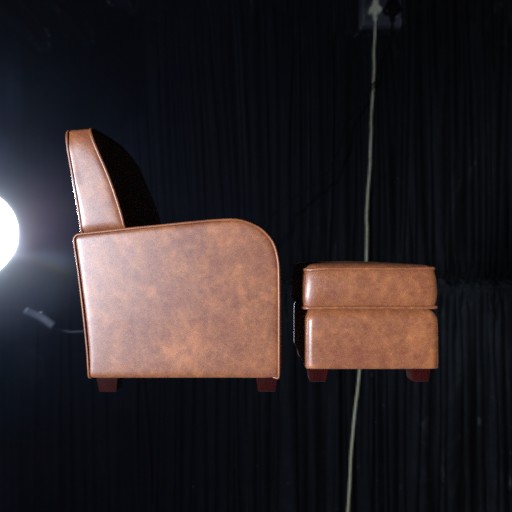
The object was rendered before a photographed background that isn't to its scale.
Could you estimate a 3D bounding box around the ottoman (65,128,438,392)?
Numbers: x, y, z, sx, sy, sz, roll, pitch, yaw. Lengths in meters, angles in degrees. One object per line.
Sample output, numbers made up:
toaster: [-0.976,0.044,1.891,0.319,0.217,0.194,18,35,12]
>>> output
ottoman: [0.000,0.000,1.813,1.314,0.904,0.732,0,0,0]
